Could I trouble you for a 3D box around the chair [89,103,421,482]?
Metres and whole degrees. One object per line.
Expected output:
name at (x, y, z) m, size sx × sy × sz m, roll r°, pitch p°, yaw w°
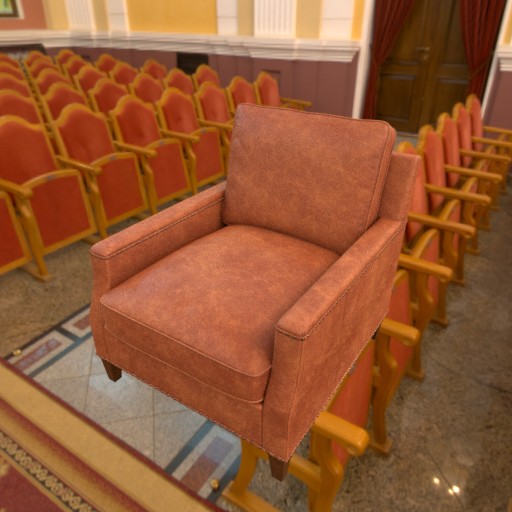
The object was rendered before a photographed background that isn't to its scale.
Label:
chair at (0.000, 0.000, 1.676) m, size 0.853 × 0.943 × 1.014 m, roll 18°, pitch 34°, yaw 29°
